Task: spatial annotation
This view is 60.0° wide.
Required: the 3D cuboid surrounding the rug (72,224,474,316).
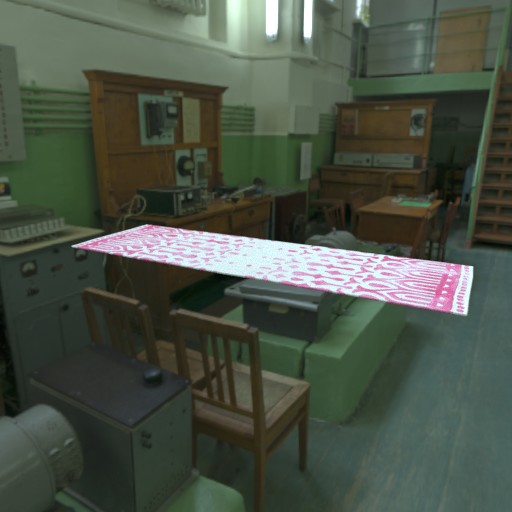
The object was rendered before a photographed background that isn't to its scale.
[{"bbox_3d":[0.000,0.000,2.774,2.458,0.011,0.787,8,18,27],"label":"rug"}]
